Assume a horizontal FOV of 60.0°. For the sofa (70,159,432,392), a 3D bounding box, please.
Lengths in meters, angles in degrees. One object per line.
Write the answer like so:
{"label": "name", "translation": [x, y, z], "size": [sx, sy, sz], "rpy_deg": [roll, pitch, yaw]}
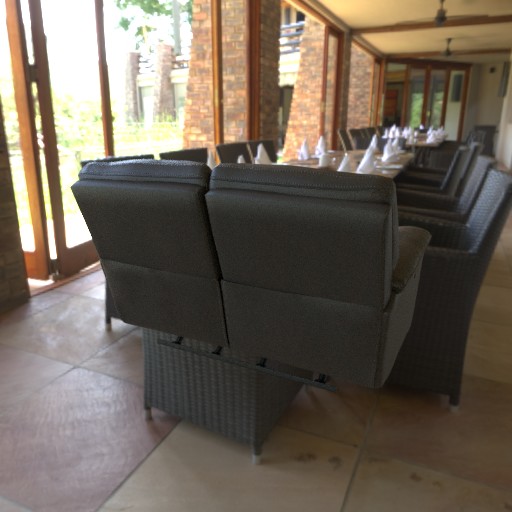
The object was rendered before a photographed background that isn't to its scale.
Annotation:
{"label": "sofa", "translation": [0.000, 0.000, 2.522], "size": [1.765, 1.111, 1.104], "rpy_deg": [8, 19, 26]}
